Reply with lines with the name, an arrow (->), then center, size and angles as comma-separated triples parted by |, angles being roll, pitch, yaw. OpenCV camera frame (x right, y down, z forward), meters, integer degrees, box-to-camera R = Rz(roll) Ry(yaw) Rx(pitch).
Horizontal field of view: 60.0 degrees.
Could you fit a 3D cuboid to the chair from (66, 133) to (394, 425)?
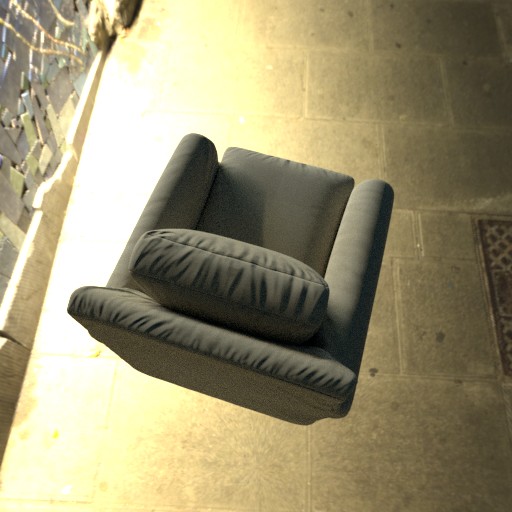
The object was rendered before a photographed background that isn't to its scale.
chair -> 0.000, 0.000, 1.746 | 0.940, 0.866, 1.066 | 16, 65, 7
